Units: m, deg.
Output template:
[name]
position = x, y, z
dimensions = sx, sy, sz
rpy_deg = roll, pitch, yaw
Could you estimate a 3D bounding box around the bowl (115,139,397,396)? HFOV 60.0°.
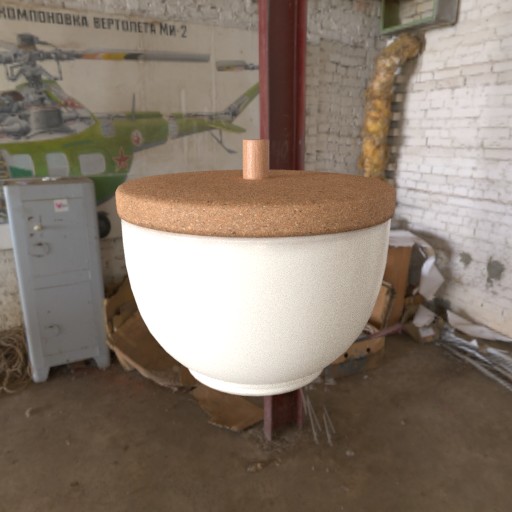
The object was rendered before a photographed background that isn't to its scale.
[bowl]
position = 0.000, 0.000, 0.217
dimensions = 0.126, 0.110, 0.126
rpy_deg = 0, 16, 0
